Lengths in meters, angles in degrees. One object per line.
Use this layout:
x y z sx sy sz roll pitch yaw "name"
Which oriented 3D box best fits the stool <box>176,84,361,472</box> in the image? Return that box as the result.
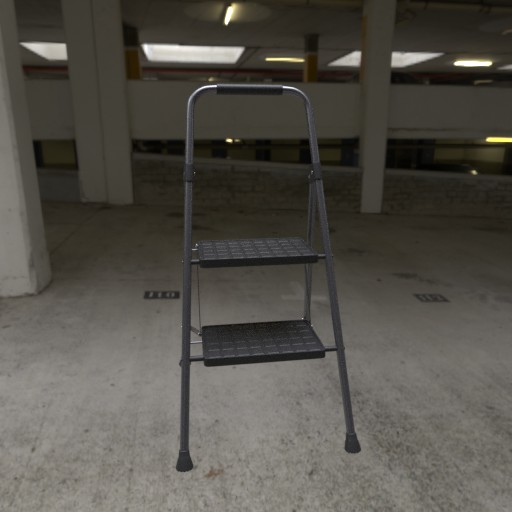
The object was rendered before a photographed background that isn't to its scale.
0.000 0.000 1.173 0.450 0.872 0.514 -2 16 -8 "stool"
